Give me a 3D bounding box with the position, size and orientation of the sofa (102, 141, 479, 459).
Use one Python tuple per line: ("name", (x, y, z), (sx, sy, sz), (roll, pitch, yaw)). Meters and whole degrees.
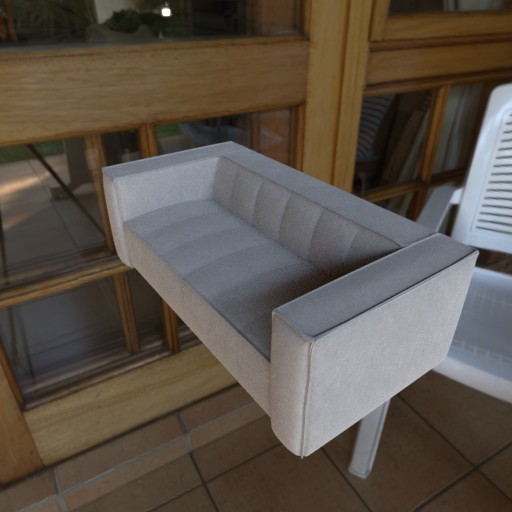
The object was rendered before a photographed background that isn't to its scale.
("sofa", (0.000, 0.000, 2.506), (1.038, 0.680, 1.995), (-21, 37, -30))
